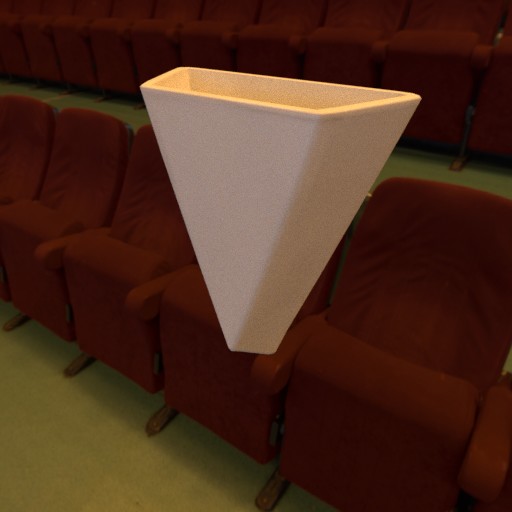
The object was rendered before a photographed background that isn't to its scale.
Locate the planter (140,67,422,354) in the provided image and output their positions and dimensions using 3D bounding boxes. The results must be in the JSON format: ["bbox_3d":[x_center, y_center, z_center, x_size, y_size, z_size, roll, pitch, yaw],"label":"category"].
[{"bbox_3d":[0.000,0.000,0.272,0.150,0.197,0.060,20,36,29],"label":"planter"}]
